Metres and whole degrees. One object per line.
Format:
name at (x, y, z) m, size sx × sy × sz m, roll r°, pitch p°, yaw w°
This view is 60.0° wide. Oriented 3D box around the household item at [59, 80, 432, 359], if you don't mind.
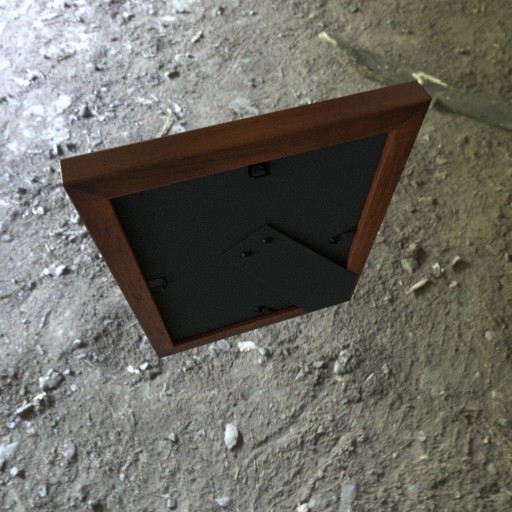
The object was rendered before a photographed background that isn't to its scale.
household item at (0.000, 0.000, 0.338) m, size 0.200 × 0.250 × 0.020 m, roll -15°, pitch 59°, yaw -9°
